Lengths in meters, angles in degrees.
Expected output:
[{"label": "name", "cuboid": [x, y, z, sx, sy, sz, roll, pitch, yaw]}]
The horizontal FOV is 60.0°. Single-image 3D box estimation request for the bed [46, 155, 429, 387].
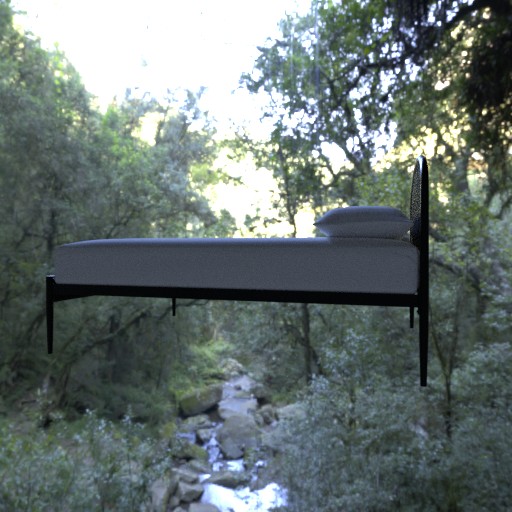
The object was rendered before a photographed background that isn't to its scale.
[{"label": "bed", "cuboid": [0.000, 0.000, 3.105, 2.159, 1.166, 1.618, 0, 1, 17]}]
